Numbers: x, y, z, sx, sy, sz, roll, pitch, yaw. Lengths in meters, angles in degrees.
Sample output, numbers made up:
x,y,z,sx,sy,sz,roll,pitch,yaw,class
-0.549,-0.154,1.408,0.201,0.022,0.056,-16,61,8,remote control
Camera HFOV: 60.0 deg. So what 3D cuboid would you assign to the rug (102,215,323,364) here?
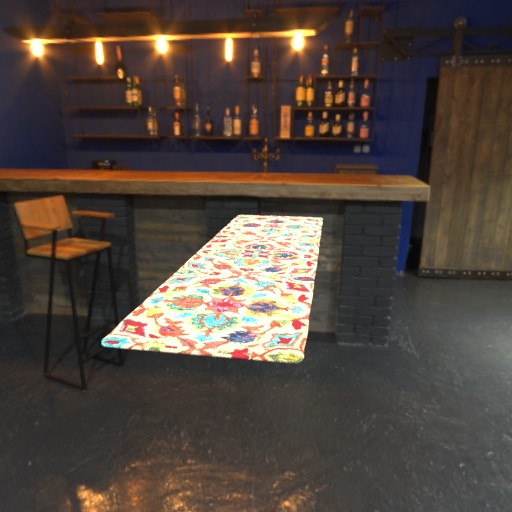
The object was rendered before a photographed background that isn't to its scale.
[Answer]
x,y,z,sx,sy,sz,roll,pitch,yaw,class
0.000,0.000,2.506,0.693,0.016,2.273,3,17,9,rug
